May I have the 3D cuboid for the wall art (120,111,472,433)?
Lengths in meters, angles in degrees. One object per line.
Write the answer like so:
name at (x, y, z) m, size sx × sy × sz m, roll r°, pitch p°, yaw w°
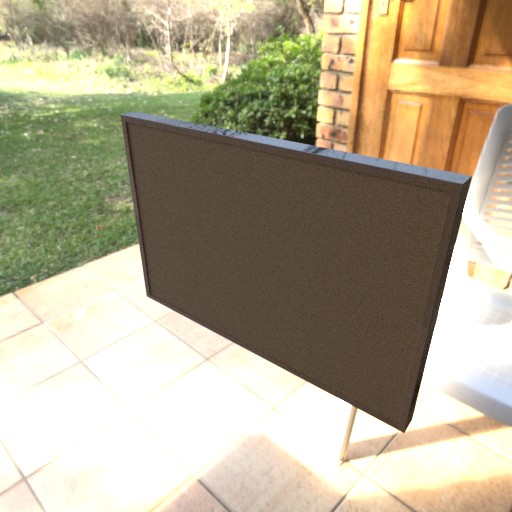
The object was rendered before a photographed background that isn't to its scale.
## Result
wall art at (0.000, 0.000, 0.768) m, size 0.613 × 0.407 × 0.035 m, roll 21°, pitch 35°, yaw 33°
